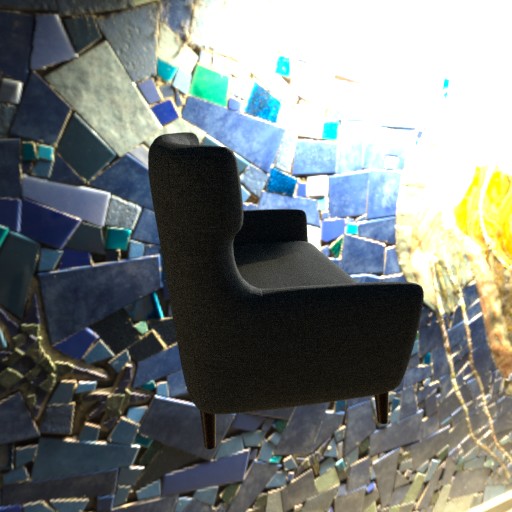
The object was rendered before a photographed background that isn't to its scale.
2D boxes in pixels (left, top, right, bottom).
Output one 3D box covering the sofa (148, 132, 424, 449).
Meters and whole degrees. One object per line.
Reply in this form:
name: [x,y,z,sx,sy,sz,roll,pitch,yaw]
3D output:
sofa: [0.000,0.000,1.969,0.874,1.028,1.358,-4,18,-11]
